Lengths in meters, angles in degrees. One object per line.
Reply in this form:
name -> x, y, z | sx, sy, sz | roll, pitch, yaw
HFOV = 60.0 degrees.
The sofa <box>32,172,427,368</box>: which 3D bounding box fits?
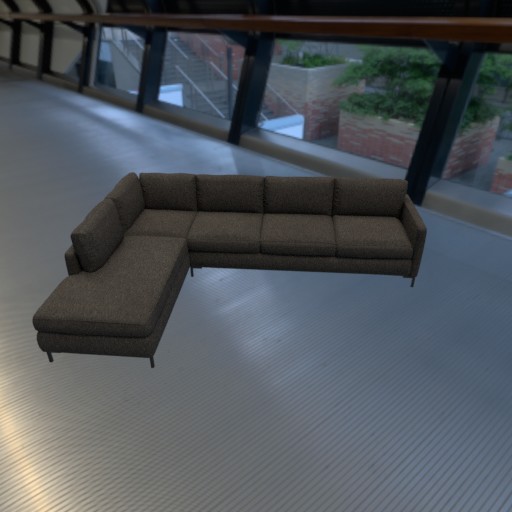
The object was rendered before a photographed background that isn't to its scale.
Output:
sofa -> 0.000, 0.000, 3.765 | 2.949, 0.815, 2.007 | 2, 30, 4
